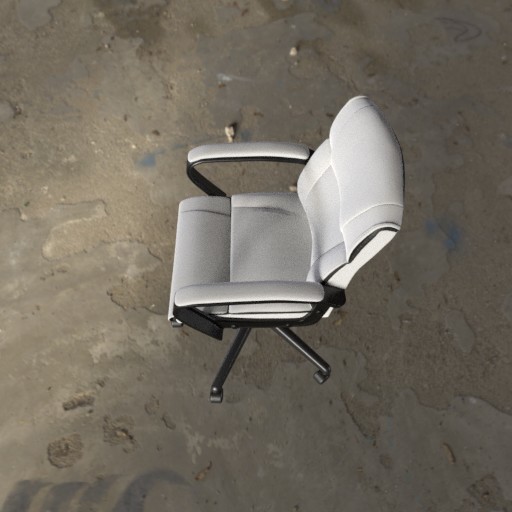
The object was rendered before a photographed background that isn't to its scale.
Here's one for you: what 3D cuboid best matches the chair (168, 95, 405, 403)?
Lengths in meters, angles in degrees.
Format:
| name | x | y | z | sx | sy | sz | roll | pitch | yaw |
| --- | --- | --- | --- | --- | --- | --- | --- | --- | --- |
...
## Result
| name | x | y | z | sx | sy | sz | roll | pitch | yaw |
| --- | --- | --- | --- | --- | --- | --- | --- | --- | --- |
| chair | 0.000 | 0.000 | 1.493 | 0.717 | 1.004 | 0.739 | 0 | 58 | 0 |
